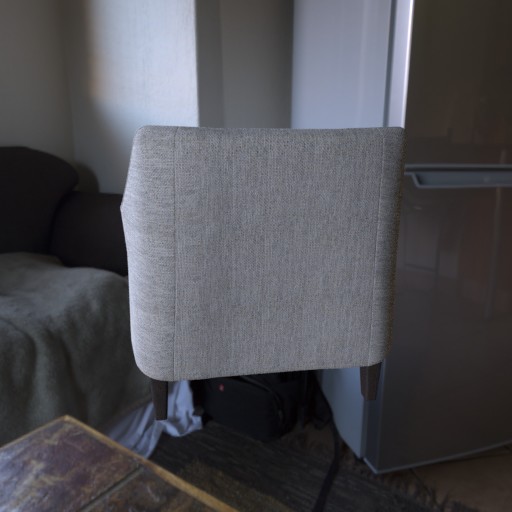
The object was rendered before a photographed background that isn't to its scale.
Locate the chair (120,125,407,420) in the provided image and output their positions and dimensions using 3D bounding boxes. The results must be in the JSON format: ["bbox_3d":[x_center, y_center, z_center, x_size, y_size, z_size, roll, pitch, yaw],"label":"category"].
[{"bbox_3d":[0.000,0.000,1.386,0.796,0.761,0.758,-2,15,-9],"label":"chair"}]
